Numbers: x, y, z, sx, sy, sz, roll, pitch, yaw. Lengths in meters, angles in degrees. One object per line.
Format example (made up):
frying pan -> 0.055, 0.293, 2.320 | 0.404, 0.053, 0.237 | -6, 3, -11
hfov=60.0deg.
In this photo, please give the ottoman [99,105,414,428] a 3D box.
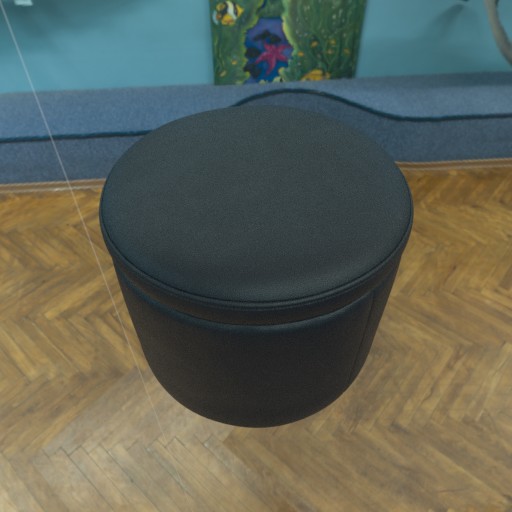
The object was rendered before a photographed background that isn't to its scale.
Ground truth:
ottoman -> 0.000, 0.000, 0.839 | 0.501, 0.409, 0.501 | 0, 46, 0
